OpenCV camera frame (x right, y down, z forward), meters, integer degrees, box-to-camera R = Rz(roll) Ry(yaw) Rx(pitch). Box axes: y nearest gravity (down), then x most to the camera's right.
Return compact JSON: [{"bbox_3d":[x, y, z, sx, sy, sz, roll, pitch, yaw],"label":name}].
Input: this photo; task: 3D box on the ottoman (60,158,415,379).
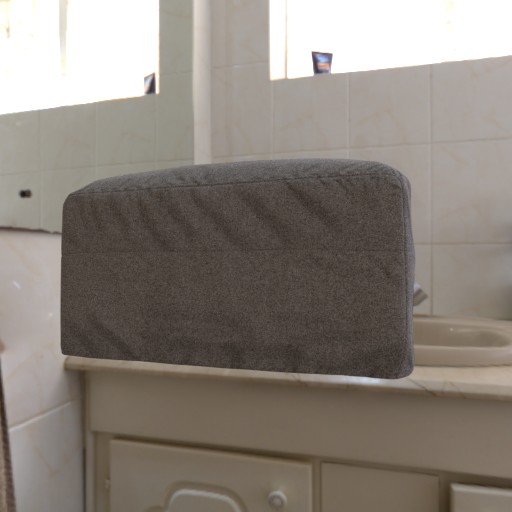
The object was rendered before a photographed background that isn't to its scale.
[{"bbox_3d":[0.000,0.000,1.254,0.837,0.481,0.683,0,-1,18],"label":"ottoman"}]
